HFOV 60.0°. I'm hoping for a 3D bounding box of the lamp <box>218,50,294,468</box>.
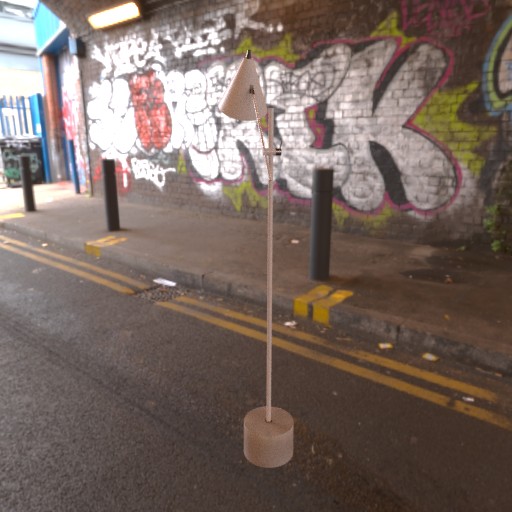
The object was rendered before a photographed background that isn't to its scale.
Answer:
[{"bbox_3d":[0.000,0.000,1.640,0.223,1.430,0.508,-3,15,-10],"label":"lamp"}]
